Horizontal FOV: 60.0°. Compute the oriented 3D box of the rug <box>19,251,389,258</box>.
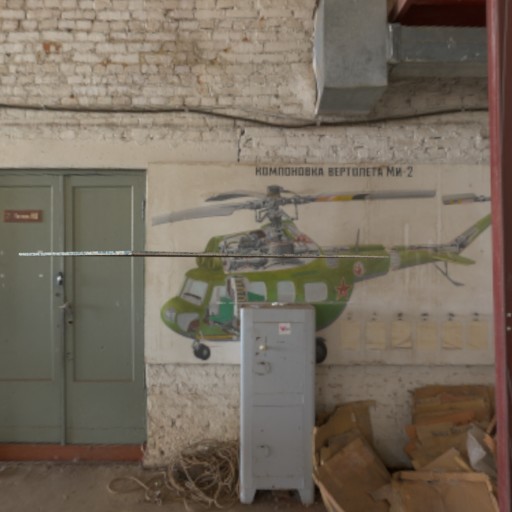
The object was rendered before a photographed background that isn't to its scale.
[{"bbox_3d":[0.000,0.000,2.670,0.770,0.013,2.434,0,-1,36],"label":"rug"}]
